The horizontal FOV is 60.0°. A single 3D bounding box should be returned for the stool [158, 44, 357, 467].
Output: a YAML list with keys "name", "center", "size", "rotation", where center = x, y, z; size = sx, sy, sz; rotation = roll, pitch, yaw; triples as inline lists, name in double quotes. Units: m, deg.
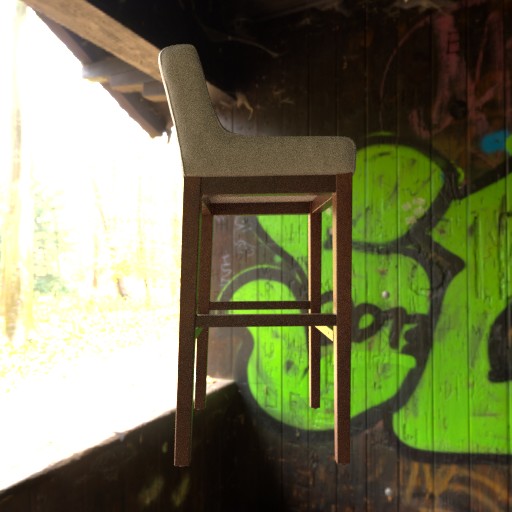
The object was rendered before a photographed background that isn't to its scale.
- name: "stool"
  center: [0.000, 0.000, 1.317]
  size: [0.500, 1.037, 0.511]
  rotation: [0, -1, -2]
